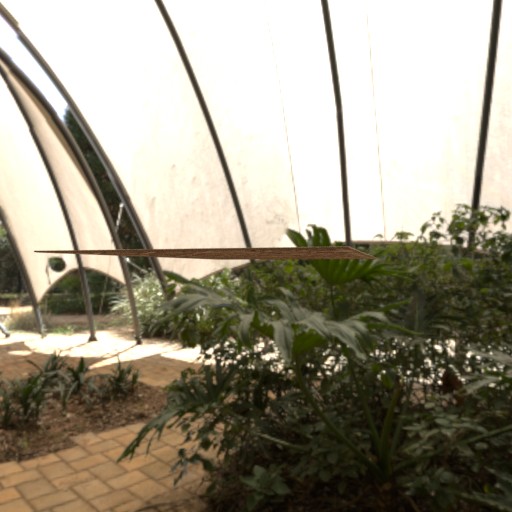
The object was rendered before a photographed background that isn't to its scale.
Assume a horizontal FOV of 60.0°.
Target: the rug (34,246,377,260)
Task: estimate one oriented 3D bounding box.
[{"bbox_3d":[0.000,0.000,3.105,1.545,0.010,2.440,0,-1,18],"label":"rug"}]
